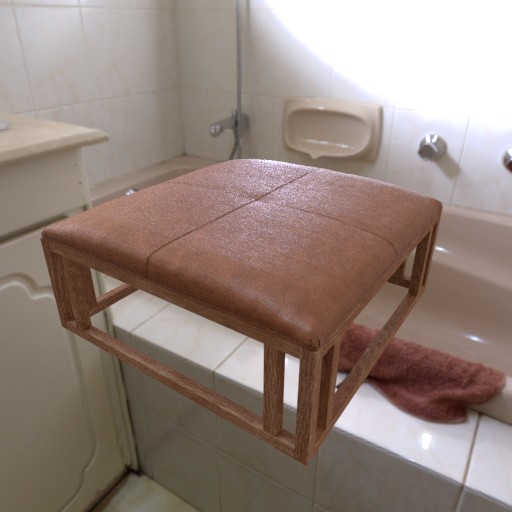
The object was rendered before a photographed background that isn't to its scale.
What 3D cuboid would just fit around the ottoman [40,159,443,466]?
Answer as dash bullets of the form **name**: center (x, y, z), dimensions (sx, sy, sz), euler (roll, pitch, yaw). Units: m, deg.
- **ottoman**: center (0.000, 0.000, 1.616), dimensions (1.013, 0.442, 1.016), euler (18, 32, 30)
